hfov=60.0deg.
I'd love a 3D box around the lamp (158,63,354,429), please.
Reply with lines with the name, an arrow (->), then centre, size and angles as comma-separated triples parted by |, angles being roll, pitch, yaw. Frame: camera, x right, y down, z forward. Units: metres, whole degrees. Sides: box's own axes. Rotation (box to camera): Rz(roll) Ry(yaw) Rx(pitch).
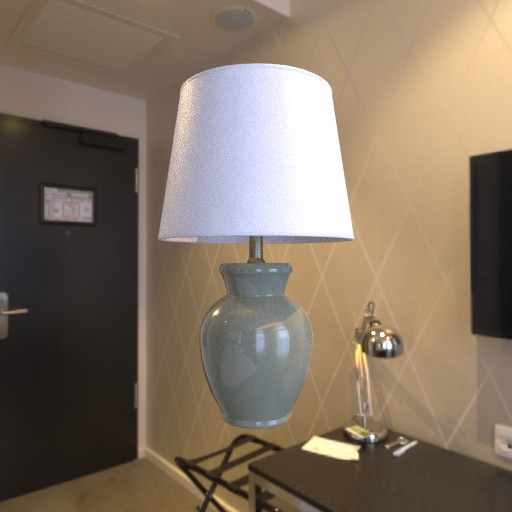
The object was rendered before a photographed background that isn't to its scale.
lamp -> 0.000, 0.000, 0.554 | 0.239, 0.399, 0.239 | 0, 0, 0
